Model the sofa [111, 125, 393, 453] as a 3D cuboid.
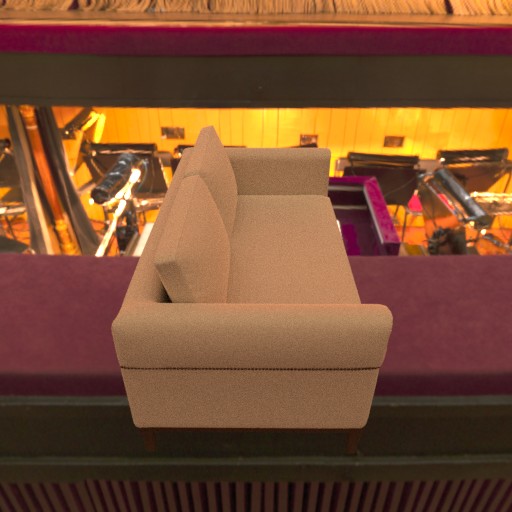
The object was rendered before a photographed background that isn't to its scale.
[{"bbox_3d":[0.000,0.000,2.161,0.905,0.873,1.598,0,34,0],"label":"sofa"}]
